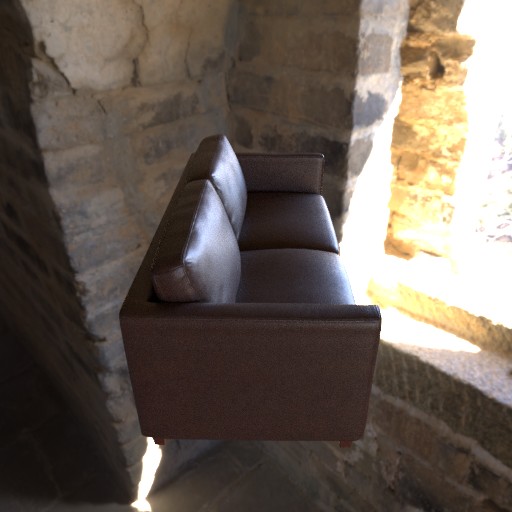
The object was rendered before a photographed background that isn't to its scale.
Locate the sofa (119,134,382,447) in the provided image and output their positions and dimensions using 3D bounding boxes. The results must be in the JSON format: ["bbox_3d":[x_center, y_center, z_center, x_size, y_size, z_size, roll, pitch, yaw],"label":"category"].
[{"bbox_3d":[0.000,0.000,2.450,0.951,0.933,1.883,0,30,1],"label":"sofa"}]
